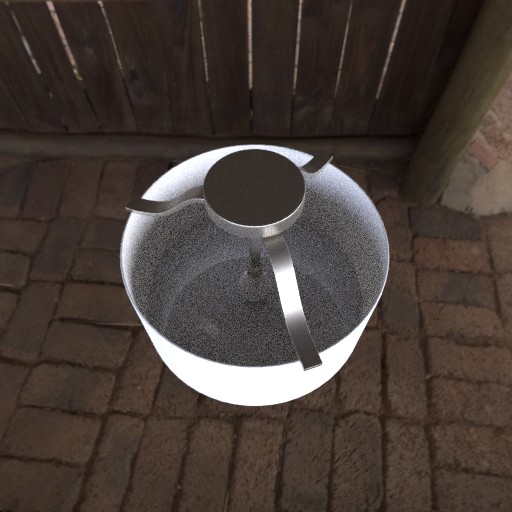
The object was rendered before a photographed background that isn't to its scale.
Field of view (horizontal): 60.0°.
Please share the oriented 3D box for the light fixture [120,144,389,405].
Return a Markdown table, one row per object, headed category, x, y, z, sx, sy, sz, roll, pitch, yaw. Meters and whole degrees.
| category | x | y | z | sx | sy | sz | roll | pitch | yaw |
| --- | --- | --- | --- | --- | --- | --- | --- | --- | --- |
| light fixture | 0.000 | 0.000 | 0.665 | 0.395 | 0.304 | 0.395 | 0 | 58 | 0 |
